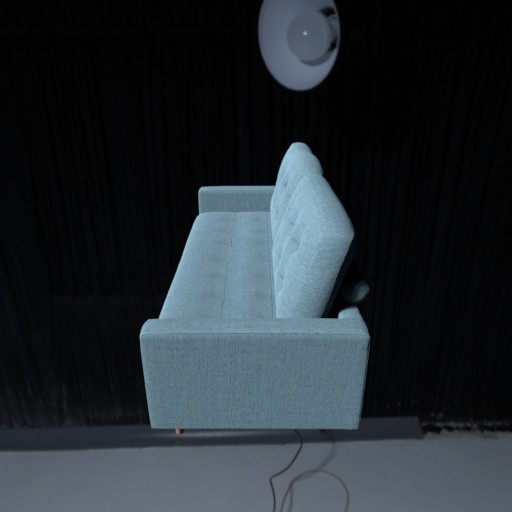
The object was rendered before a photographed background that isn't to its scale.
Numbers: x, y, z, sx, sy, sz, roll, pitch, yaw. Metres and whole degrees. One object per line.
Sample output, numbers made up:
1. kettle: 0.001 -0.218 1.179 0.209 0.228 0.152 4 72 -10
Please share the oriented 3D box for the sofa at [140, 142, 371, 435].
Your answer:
1. sofa: 0.000 0.000 2.652 0.966 1.050 2.010 0 25 0
